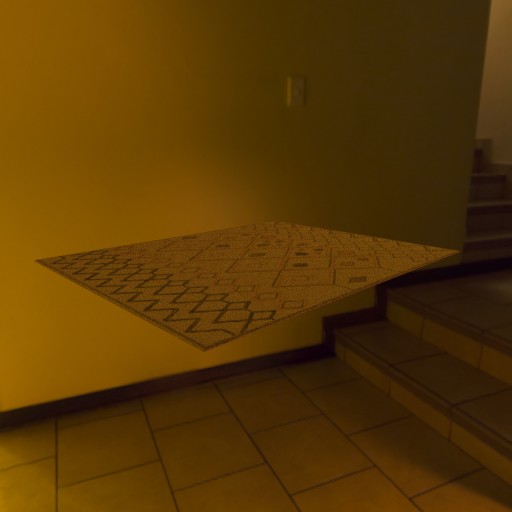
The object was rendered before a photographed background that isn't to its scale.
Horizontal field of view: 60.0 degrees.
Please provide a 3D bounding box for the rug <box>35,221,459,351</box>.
[{"bbox_3d":[0.000,0.000,4.059,3.050,0.016,2.441,-13,19,-42],"label":"rug"}]
